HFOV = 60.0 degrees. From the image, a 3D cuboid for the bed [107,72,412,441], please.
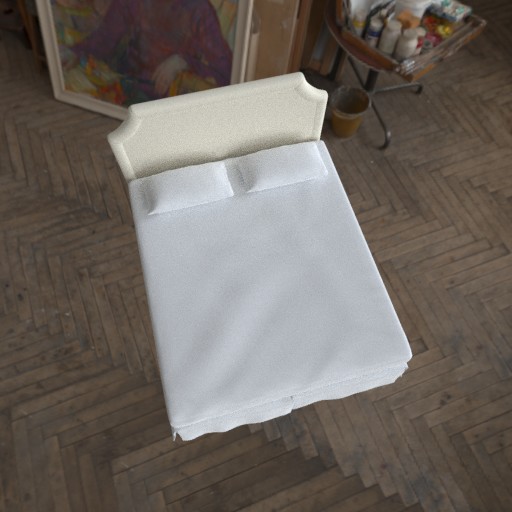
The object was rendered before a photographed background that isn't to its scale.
[{"bbox_3d":[0.000,0.000,4.209,2.350,1.590,2.773,-14,66,-6],"label":"bed"}]
